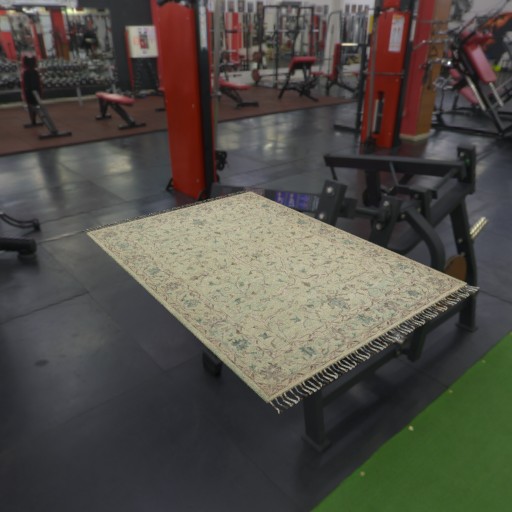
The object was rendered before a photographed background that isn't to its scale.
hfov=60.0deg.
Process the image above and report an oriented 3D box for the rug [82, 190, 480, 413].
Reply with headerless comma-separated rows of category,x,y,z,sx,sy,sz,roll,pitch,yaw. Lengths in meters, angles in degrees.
rug,0.000,0.000,2.348,1.247,0.008,1.802,-19,33,-33
